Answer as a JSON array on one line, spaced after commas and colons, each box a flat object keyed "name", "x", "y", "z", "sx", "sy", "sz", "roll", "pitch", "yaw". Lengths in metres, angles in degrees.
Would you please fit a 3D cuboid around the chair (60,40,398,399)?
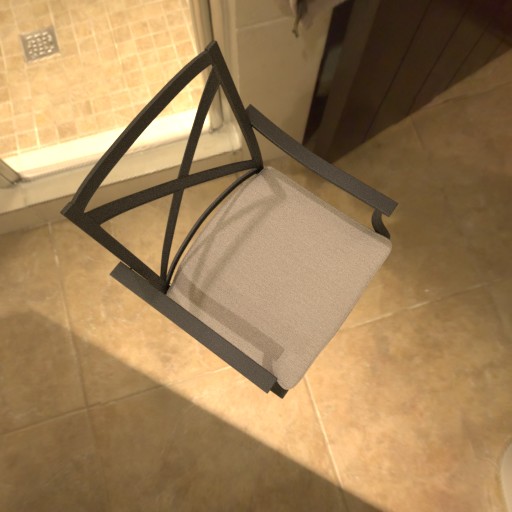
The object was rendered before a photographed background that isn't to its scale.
[{"name": "chair", "x": 0.000, "y": 0.000, "z": 1.290, "sx": 0.620, "sy": 0.889, "sz": 0.575, "roll": 35, "pitch": 78, "yaw": 8}]
